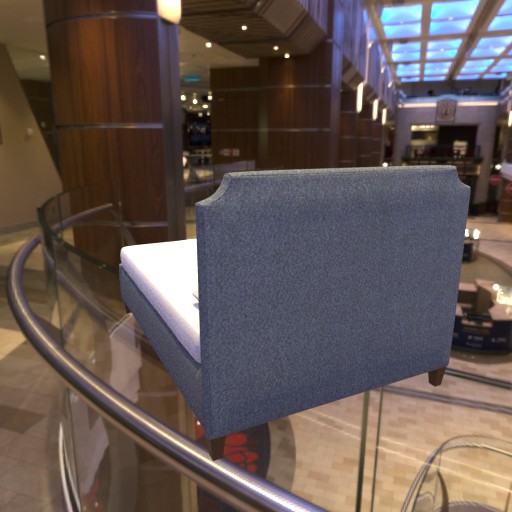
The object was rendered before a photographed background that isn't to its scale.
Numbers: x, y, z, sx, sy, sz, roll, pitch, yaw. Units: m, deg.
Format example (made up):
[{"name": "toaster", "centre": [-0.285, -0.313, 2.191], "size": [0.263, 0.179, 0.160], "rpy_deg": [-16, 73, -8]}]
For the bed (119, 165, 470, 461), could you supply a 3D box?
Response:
[{"name": "bed", "centre": [0.000, 0.000, 3.400], "size": [1.712, 1.443, 2.372], "rpy_deg": [-7, 16, -26]}]
